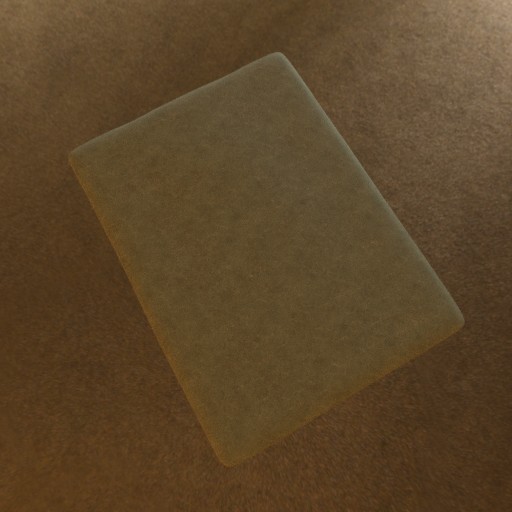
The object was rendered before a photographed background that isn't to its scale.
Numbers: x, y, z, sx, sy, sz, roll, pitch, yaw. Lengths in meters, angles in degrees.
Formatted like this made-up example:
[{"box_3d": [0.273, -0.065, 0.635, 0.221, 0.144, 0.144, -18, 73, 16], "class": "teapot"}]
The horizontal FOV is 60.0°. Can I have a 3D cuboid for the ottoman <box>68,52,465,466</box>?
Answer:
[{"box_3d": [0.000, 0.000, 1.235, 0.639, 0.464, 0.839, -29, 77, -7], "class": "ottoman"}]
